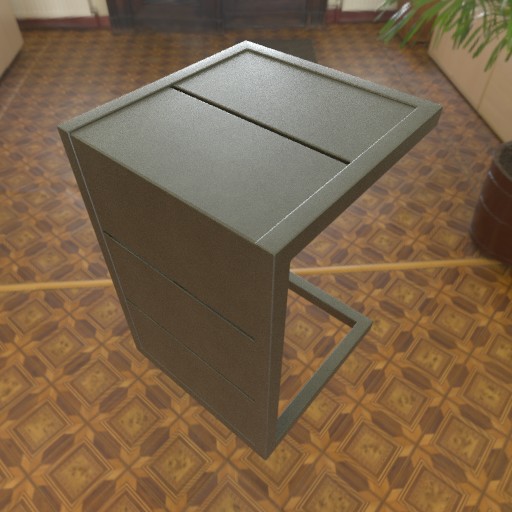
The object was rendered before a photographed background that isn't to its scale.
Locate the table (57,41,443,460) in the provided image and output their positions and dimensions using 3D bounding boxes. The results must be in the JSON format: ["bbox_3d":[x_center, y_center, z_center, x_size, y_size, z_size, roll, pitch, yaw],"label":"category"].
[{"bbox_3d":[0.000,0.000,0.883,0.405,0.609,0.420,31,54,26],"label":"table"}]
